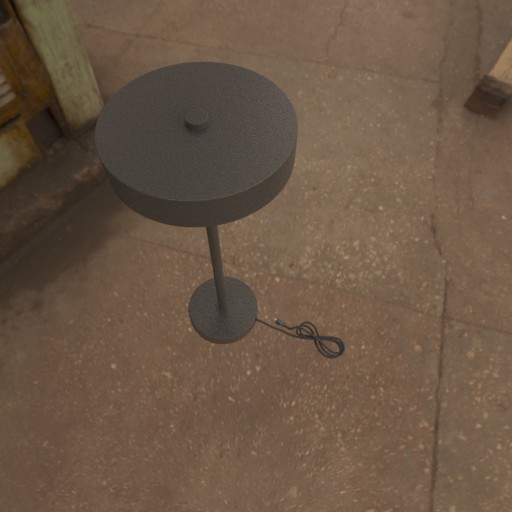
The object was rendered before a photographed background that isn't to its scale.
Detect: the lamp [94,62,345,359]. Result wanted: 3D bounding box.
[{"bbox_3d":[0.000,0.000,0.696,0.369,0.508,0.229,16,59,10],"label":"lamp"}]
